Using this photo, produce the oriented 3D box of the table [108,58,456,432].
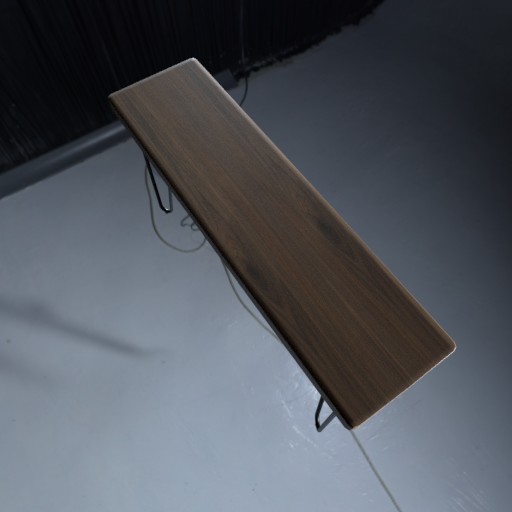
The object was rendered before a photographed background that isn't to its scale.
[{"bbox_3d":[0.000,0.000,1.957,0.425,0.834,1.570,-31,67,-15],"label":"table"}]
